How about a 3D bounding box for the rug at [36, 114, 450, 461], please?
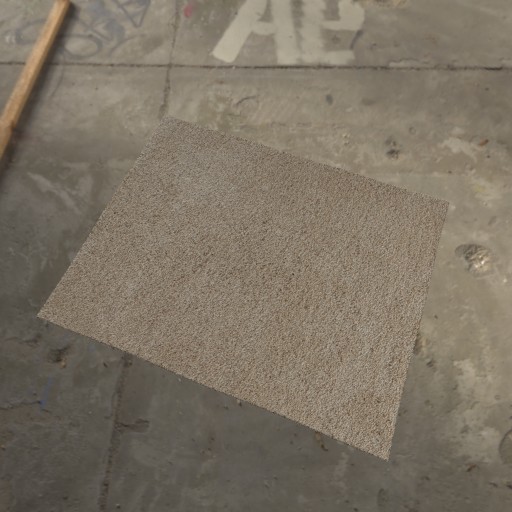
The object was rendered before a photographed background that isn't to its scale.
[{"bbox_3d":[0.000,0.000,3.957,3.000,0.025,2.400,19,66,9],"label":"rug"}]
